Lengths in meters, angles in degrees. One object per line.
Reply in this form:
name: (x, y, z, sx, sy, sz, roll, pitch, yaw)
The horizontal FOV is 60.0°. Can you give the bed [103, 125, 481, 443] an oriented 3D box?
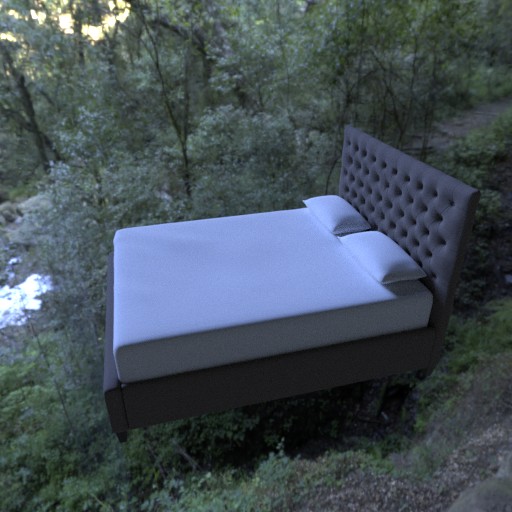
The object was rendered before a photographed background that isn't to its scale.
bed: (0.000, 0.000, 3.293, 2.233, 1.426, 1.696, -8, 30, -13)
